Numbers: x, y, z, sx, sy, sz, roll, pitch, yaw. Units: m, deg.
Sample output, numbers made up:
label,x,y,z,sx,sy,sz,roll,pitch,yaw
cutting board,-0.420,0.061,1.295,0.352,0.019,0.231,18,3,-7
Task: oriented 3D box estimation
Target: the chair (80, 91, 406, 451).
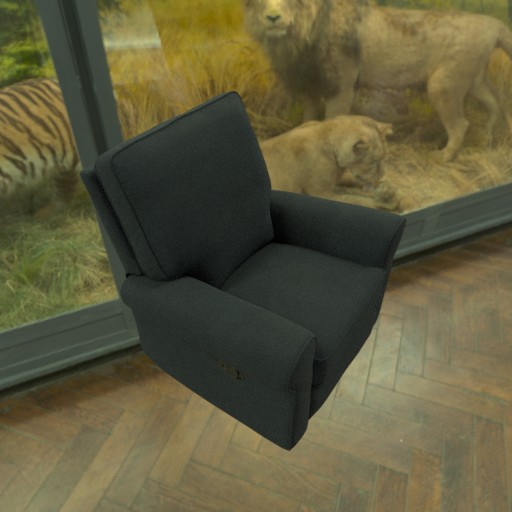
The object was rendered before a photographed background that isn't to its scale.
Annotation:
label,x,y,z,sx,sy,sz,roll,pitch,yaw
chair,0.000,0.000,1.674,0.878,0.961,0.890,24,46,26
